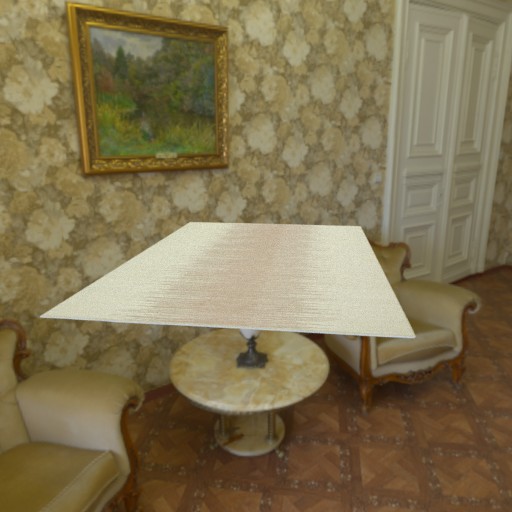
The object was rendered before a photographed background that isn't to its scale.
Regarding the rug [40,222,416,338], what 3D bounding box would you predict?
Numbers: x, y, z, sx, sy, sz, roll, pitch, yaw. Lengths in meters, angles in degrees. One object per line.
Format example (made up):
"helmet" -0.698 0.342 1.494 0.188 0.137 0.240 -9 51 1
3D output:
"rug" 0.000 0.000 2.308 1.234 0.006 1.850 2 15 7
